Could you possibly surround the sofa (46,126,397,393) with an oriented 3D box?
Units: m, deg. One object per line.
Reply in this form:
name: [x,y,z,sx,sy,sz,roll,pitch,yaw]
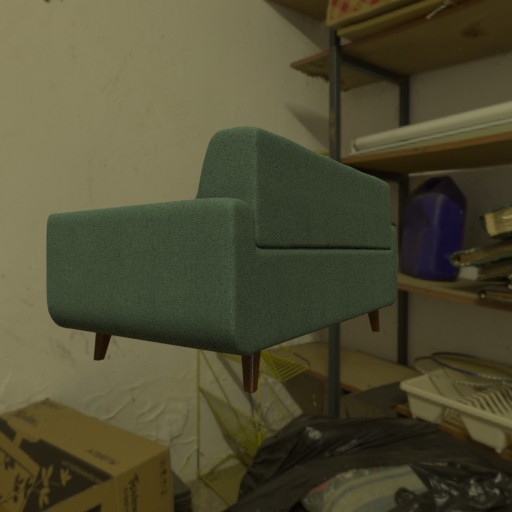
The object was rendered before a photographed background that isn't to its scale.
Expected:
sofa: [0.000,0.000,2.134,0.909,0.841,1.631,0,1,33]
